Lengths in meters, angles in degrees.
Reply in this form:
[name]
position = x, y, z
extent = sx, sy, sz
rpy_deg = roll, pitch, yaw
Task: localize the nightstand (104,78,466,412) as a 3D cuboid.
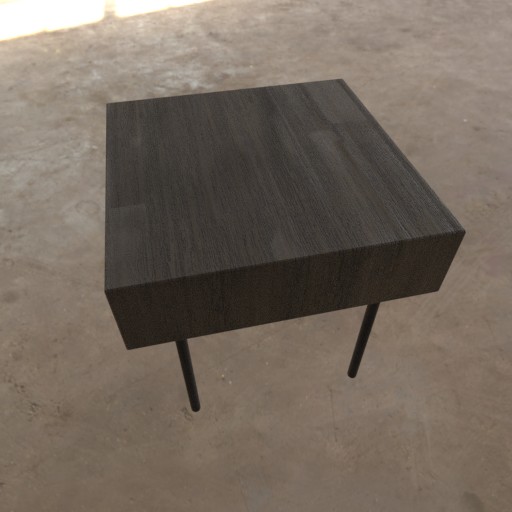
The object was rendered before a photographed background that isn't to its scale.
[nightstand]
position = 0.000, 0.000, 0.938
extent = 0.503, 0.497, 0.502
rpy_deg = -9, 47, -9
